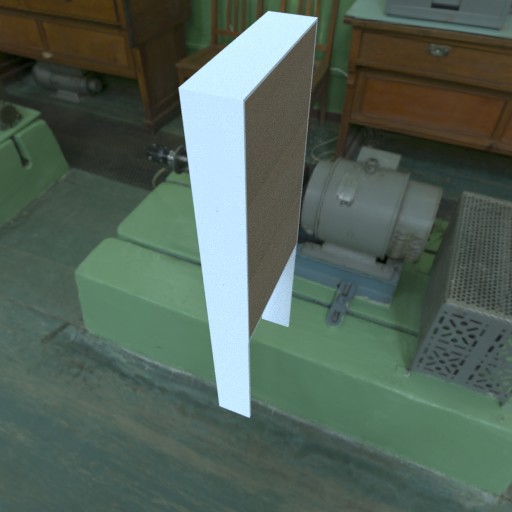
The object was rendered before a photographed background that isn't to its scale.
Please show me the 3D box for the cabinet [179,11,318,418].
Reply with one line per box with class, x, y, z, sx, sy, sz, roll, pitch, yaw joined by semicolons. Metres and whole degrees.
cabinet;0.000;0.000;1.948;0.192;1.770;0.643;16;48;15
